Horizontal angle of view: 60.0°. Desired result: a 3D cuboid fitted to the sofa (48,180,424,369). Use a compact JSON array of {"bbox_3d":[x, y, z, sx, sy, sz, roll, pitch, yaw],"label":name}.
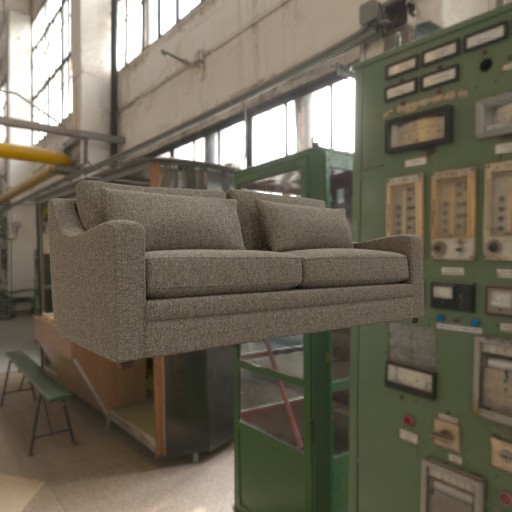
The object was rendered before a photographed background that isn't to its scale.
[{"bbox_3d":[0.000,0.000,3.018,2.418,0.998,1.103,0,0,-37],"label":"sofa"}]
